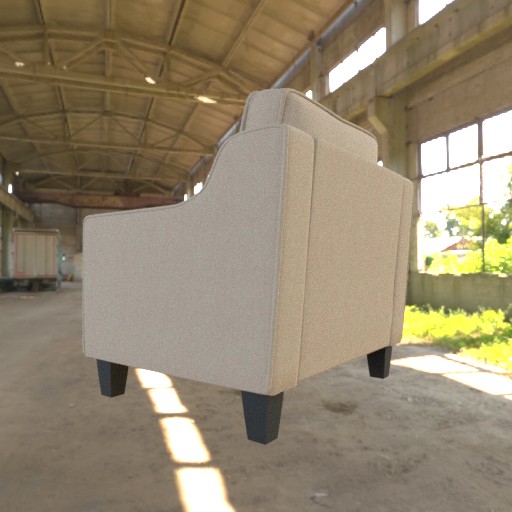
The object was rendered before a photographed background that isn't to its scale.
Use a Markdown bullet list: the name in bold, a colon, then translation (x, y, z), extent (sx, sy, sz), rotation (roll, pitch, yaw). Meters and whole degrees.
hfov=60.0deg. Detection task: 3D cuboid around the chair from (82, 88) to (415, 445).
- **chair**: translation (0.000, 0.000, 1.639), extent (0.882, 0.948, 0.922), rotation (-1, -1, 37)
